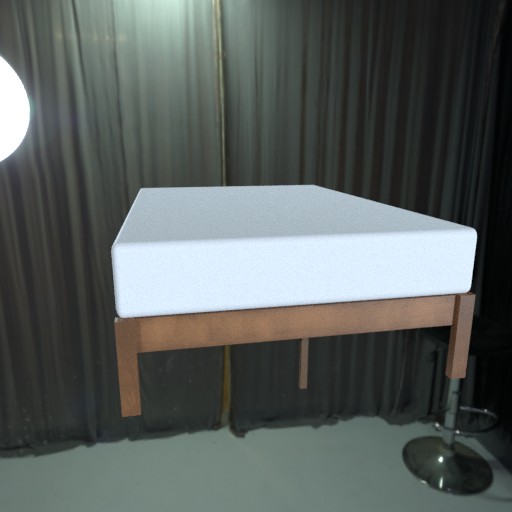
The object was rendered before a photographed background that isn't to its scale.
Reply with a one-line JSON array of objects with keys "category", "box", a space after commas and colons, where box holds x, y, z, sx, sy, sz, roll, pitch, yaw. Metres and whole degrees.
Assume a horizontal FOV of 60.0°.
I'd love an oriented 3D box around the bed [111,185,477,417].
[{"category": "bed", "box": [0.000, 0.000, 2.519, 1.348, 0.616, 1.927, -3, 14, -11]}]
